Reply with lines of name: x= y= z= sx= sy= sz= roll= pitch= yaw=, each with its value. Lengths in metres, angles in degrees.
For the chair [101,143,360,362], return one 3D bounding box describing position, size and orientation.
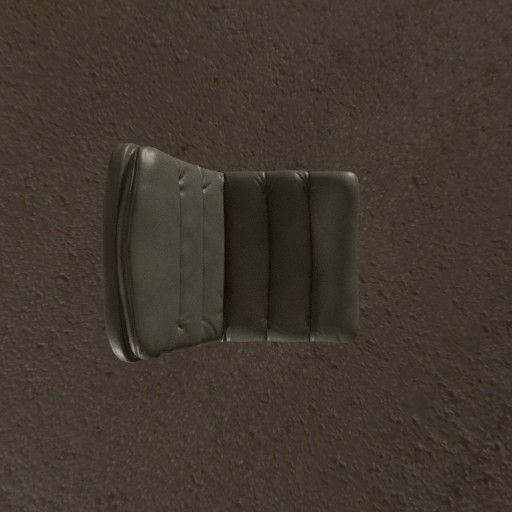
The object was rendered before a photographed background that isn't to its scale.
chair: x=0.000 y=0.000 z=1.036 sx=0.485 sy=0.738 sz=0.422 roll=0 pitch=89 yaw=-1
